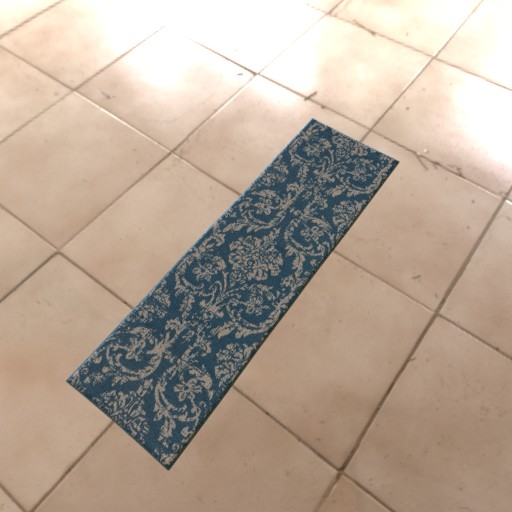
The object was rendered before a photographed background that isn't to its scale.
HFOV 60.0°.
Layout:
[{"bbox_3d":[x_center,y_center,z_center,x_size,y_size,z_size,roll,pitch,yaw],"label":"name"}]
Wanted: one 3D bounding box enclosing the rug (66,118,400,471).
[{"bbox_3d":[0.000,0.000,2.470,0.662,0.011,2.196,32,65,17],"label":"rug"}]
